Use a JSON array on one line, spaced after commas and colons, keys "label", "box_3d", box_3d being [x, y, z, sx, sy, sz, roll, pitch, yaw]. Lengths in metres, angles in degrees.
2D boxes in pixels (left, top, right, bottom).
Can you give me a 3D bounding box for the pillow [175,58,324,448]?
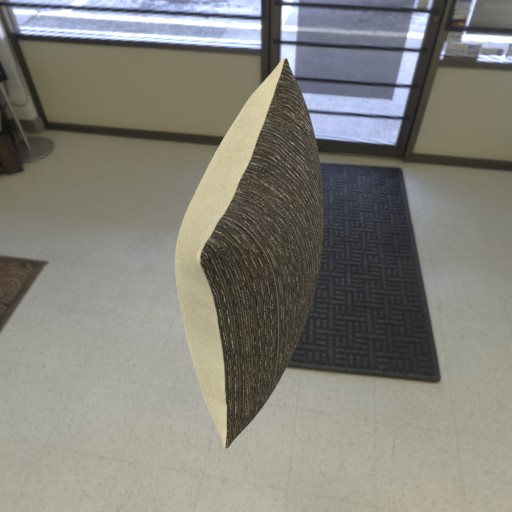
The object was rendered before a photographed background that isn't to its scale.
[{"label": "pillow", "box_3d": [0.000, 0.000, 0.679, 0.196, 0.434, 0.433, 9, 47, 9]}]
